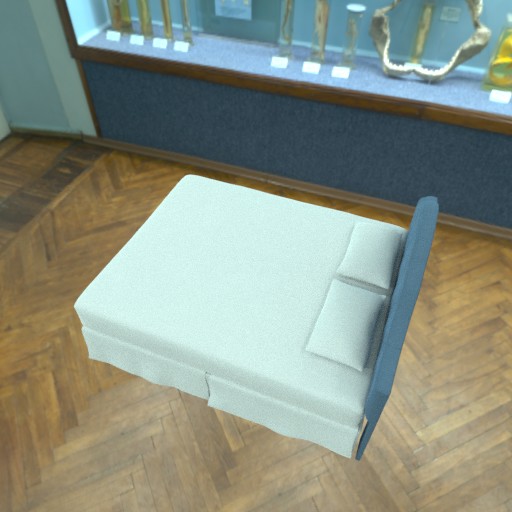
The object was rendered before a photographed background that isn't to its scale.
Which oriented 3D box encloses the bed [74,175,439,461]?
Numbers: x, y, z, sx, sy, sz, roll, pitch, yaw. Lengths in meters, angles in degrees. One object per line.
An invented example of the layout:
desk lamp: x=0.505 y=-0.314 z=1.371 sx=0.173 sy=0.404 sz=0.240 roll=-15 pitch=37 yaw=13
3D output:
bed: x=0.000 y=0.000 z=3.708 sx=2.477 sy=1.617 sz=2.039 roll=16 pitch=48 yaw=15
